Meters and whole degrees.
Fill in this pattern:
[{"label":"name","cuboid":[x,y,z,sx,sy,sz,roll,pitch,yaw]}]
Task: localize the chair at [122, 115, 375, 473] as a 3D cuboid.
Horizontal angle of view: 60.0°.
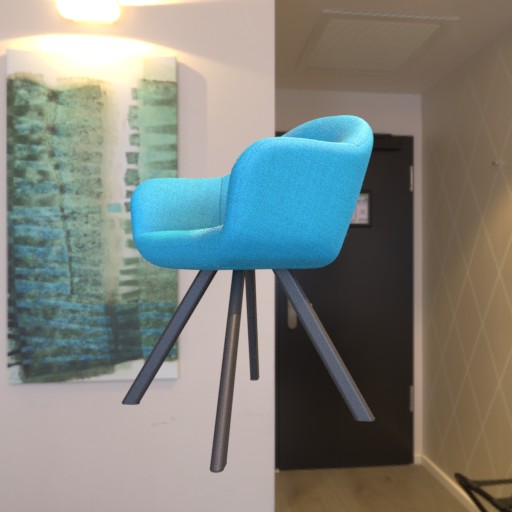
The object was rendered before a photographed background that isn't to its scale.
[{"label":"chair","cuboid":[0.000,0.000,1.168,0.550,0.795,0.590,0,0,-36]}]
